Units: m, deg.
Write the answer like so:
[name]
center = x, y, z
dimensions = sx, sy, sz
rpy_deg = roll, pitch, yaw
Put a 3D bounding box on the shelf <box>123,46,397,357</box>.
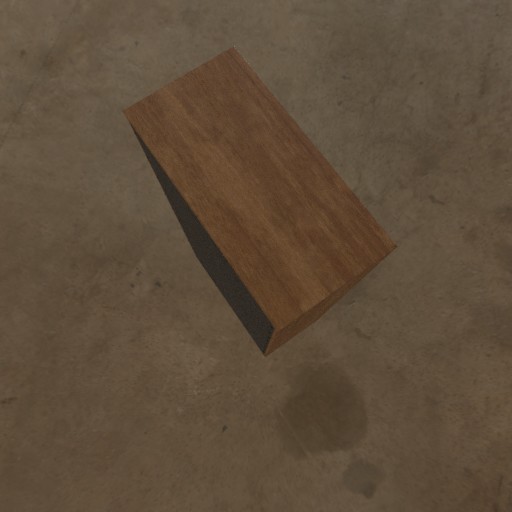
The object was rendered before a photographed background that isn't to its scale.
[shelf]
center = 0.000, 0.000, 2.307
dimensions = 0.453, 1.930, 0.864
rpy_deg = -34, 77, -9
